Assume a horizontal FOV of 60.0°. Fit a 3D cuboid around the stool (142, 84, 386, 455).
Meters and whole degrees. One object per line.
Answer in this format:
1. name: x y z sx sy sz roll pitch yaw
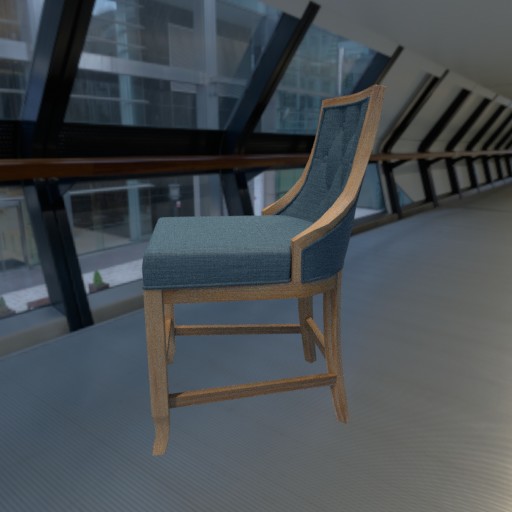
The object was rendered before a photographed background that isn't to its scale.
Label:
1. stool: 0.000 0.000 1.345 0.626 0.938 0.524 -2 15 -8
